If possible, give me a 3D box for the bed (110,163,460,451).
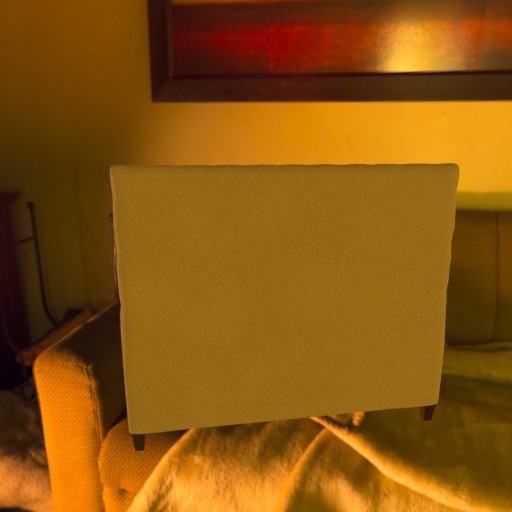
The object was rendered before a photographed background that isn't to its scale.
[{"bbox_3d":[0.000,0.000,3.337,1.698,1.427,2.387,-2,14,-9],"label":"bed"}]
